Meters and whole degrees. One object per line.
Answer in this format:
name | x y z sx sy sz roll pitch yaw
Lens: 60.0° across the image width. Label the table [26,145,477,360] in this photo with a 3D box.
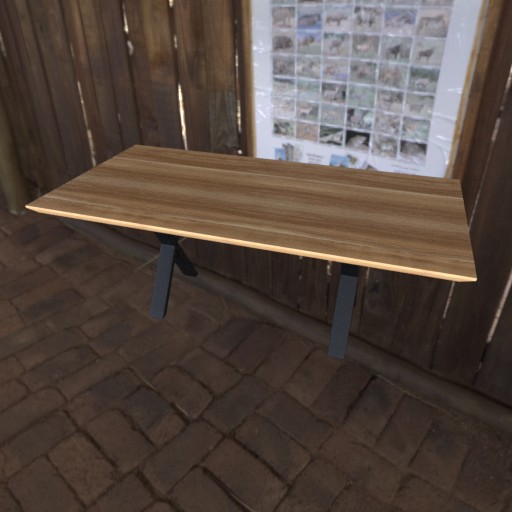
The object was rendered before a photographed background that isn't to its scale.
table | 0.000 0.000 2.467 2.000 0.770 1.000 10 33 15
